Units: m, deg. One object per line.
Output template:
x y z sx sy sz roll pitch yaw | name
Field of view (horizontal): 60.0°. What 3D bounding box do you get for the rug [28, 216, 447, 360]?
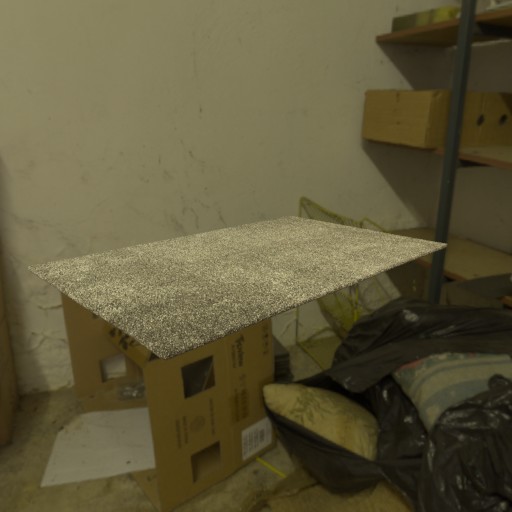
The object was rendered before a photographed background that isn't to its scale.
0.000 0.000 2.902 2.352 0.025 1.501 -15 22 -42 | rug
